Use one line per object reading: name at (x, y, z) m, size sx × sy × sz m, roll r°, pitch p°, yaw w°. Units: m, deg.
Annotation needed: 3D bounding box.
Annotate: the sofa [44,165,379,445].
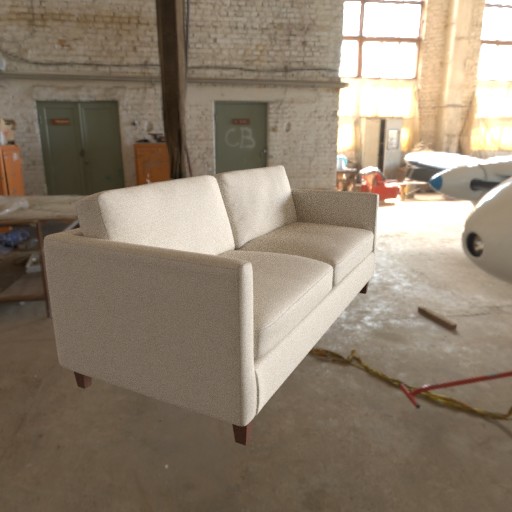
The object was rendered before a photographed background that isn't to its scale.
sofa at (0.000, 0.000, 2.476) m, size 0.965 × 0.889 × 1.981 m, roll 8°, pitch 17°, yaw 26°
